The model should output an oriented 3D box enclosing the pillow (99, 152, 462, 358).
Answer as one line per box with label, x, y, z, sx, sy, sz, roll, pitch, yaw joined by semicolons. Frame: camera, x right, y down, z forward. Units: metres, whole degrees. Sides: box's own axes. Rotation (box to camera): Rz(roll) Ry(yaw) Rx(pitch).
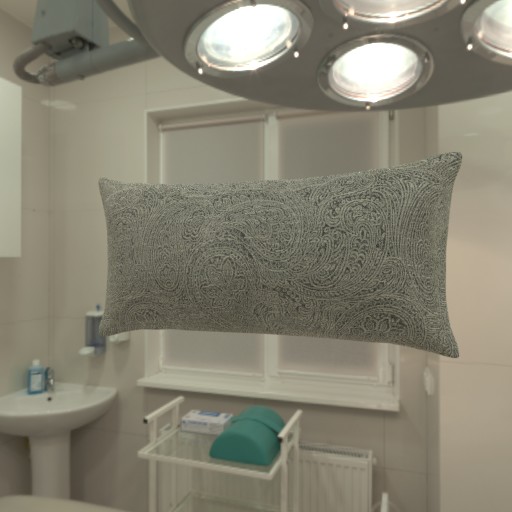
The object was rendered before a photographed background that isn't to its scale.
pillow;0.000;0.000;0.724;0.615;0.295;0.151;0;0;18
